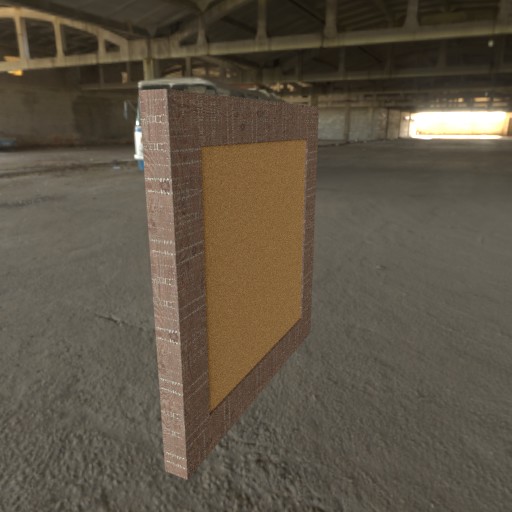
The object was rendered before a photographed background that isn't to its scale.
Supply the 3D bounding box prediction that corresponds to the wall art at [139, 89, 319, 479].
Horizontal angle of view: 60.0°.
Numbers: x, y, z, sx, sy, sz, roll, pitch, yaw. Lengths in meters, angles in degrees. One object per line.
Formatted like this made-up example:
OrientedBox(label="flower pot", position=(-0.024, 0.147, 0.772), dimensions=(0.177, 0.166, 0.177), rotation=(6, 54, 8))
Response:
OrientedBox(label="wall art", position=(0.000, 0.000, 0.804), dimensions=(0.040, 0.531, 0.531), rotation=(8, 18, 25))
